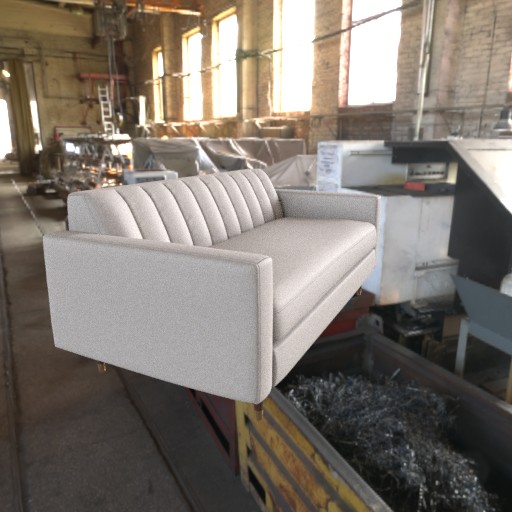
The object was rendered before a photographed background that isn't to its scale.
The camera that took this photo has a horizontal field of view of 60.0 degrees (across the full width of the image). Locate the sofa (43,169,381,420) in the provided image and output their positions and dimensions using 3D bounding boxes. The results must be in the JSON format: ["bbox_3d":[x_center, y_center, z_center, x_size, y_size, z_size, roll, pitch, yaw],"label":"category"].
[{"bbox_3d":[0.000,0.000,2.389,0.969,0.814,1.895,7,17,26],"label":"sofa"}]
